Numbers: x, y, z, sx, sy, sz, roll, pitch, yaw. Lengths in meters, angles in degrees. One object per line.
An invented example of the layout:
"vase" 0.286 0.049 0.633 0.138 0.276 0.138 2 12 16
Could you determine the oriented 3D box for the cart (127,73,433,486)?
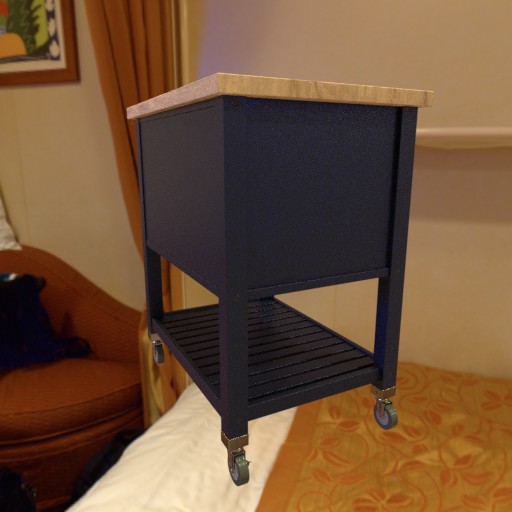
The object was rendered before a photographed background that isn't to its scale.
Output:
"cart" 0.000 0.000 1.387 0.567 0.920 0.797 -7 15 -27
